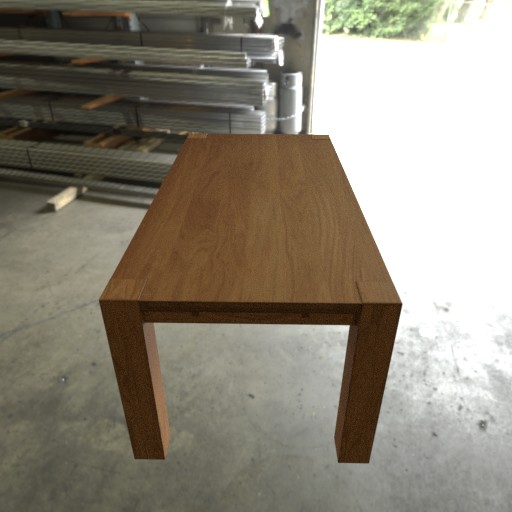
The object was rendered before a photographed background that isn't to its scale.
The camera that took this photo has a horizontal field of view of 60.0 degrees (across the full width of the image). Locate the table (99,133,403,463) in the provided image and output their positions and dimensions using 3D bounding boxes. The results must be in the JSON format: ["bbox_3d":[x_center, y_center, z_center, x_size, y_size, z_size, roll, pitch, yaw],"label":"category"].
[{"bbox_3d":[0.000,0.000,2.275,0.900,0.760,1.800,1,31,1],"label":"table"}]
